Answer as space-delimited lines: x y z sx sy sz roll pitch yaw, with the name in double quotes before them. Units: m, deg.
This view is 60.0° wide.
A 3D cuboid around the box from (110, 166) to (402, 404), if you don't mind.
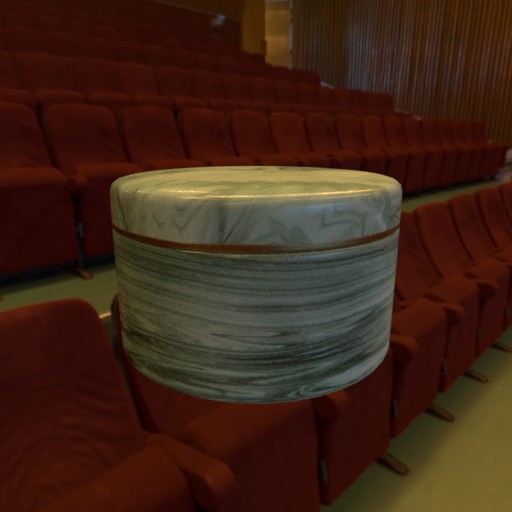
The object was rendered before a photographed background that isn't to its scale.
"box" 0.000 0.000 0.167 0.101 0.063 0.101 0 15 0
